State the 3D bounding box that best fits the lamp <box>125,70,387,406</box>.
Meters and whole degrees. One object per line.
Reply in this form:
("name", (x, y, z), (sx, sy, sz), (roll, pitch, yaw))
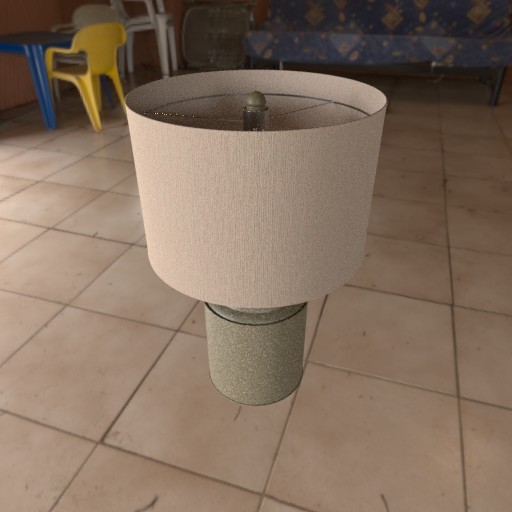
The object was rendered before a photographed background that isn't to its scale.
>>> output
("lamp", (0.000, 0.000, 0.681), (0.318, 0.486, 0.318), (0, 32, 0))
